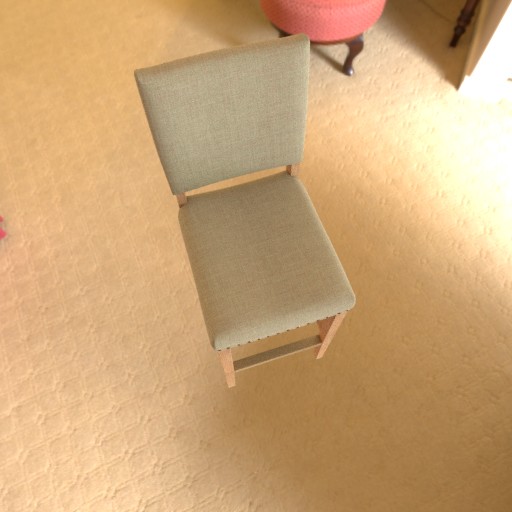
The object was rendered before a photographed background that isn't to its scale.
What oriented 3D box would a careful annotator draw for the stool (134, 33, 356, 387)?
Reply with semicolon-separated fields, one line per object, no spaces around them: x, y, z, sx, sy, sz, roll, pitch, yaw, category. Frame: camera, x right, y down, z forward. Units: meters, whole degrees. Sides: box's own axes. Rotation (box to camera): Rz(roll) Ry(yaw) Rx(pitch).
0.000;0.000;1.491;0.445;1.203;0.585;-16;65;-8;stool
